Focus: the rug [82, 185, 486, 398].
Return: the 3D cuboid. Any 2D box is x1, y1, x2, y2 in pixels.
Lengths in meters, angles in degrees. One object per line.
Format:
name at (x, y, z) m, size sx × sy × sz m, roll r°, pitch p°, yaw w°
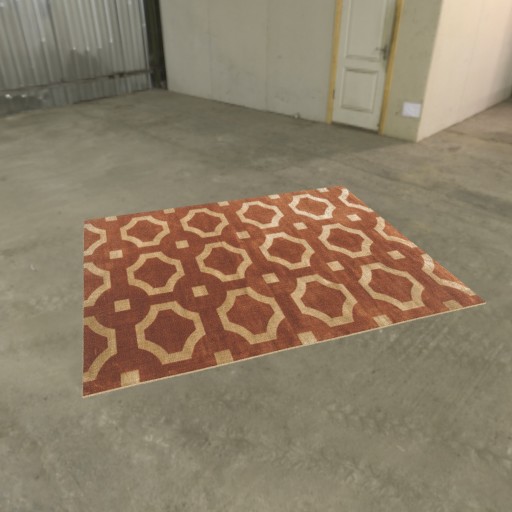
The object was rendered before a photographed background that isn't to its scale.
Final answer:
rug at (0.000, 0.000, 4.112) m, size 3.049 × 0.021 × 2.466 m, roll -10°, pitch 33°, yaw -15°
